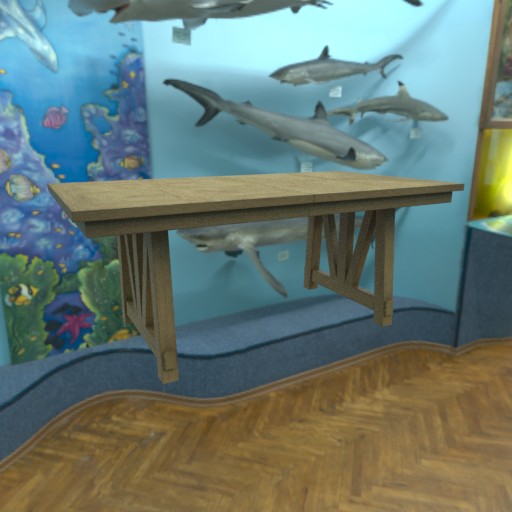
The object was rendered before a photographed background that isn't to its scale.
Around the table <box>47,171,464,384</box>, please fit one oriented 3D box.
[{"bbox_3d":[0.000,0.000,2.370,1.881,0.768,1.016,-8,17,-27],"label":"table"}]
